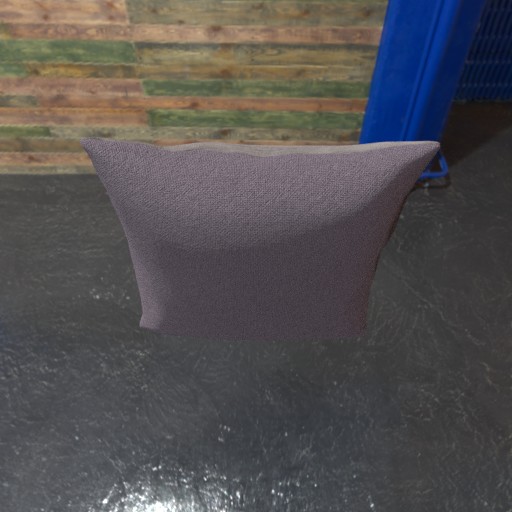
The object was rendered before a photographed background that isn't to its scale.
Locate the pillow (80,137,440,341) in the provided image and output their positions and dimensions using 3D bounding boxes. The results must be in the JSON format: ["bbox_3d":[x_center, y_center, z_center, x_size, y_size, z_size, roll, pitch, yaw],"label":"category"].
[{"bbox_3d":[0.000,0.000,0.710,0.452,0.439,0.204,2,48,1],"label":"pillow"}]
